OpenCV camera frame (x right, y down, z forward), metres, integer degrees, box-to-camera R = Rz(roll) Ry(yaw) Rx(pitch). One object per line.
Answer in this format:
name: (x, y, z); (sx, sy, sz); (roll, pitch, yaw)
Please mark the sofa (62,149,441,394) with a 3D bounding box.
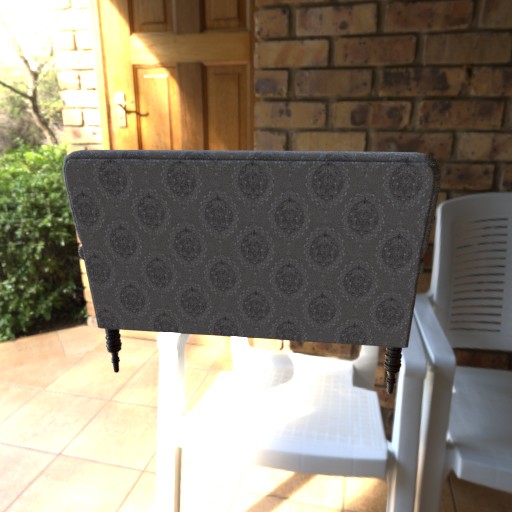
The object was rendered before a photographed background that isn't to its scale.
sofa: (0.000, 0.000, 1.832); (1.297, 0.889, 0.779); (2, 17, 8)
